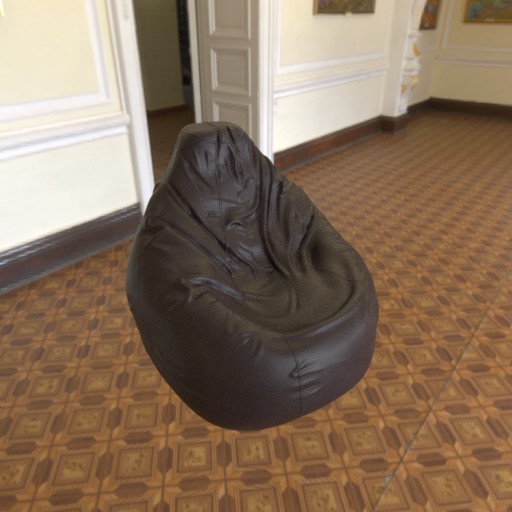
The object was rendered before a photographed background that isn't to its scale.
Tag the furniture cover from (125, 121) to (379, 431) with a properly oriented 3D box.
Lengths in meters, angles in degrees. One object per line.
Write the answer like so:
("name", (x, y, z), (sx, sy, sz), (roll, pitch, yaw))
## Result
("furniture cover", (0.000, 0.000, 1.866), (1.070, 0.990, 1.070), (-21, 35, -33))
